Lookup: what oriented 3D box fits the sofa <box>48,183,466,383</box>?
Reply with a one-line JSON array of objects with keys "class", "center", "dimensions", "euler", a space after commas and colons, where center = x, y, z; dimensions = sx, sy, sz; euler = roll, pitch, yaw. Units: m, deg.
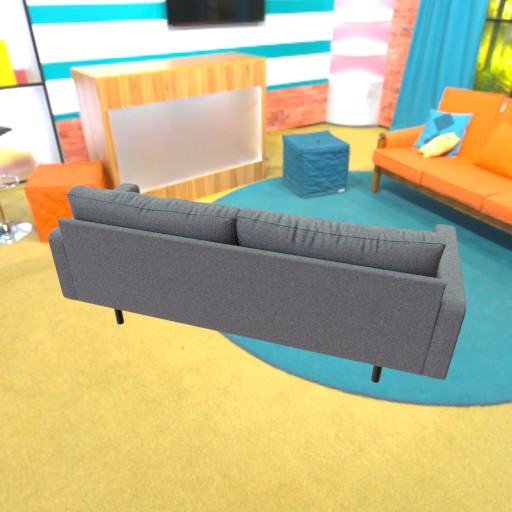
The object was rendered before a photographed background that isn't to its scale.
[{"class": "sofa", "center": [0.000, 0.000, 2.651], "dimensions": [2.200, 0.880, 0.880], "euler": [9, 33, 15]}]
